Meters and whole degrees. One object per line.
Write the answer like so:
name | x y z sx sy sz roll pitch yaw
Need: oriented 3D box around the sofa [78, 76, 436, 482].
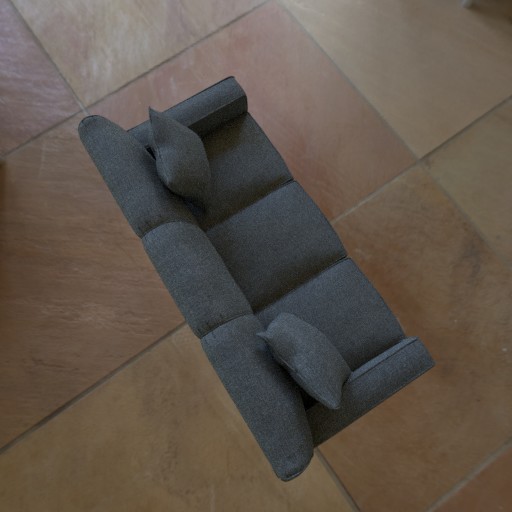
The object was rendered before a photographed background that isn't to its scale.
sofa | 0.000 0.000 2.555 0.997 0.958 2.024 -31 78 -8
